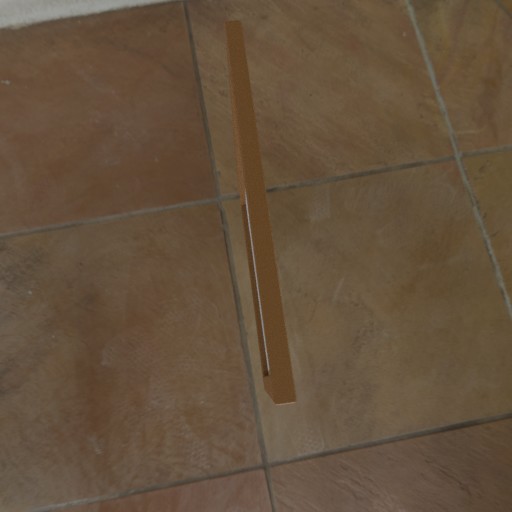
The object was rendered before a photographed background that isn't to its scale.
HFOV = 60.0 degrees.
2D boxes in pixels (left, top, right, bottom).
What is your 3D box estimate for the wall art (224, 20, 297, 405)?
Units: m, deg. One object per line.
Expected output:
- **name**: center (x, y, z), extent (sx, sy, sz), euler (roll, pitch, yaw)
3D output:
- **wall art**: center (0.000, 0.000, 0.747), extent (0.021, 0.550, 0.449), euler (-7, 75, -2)
